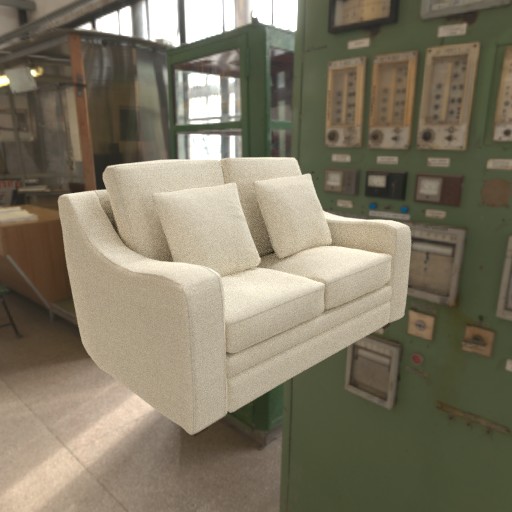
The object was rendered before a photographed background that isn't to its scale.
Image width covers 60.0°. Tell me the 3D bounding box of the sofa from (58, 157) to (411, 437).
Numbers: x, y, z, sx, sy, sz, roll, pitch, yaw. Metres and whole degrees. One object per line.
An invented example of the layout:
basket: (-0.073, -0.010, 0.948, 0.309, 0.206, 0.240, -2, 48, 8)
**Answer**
sofa: (0.000, 0.000, 2.445, 1.040, 1.047, 1.744, 14, 20, 43)
